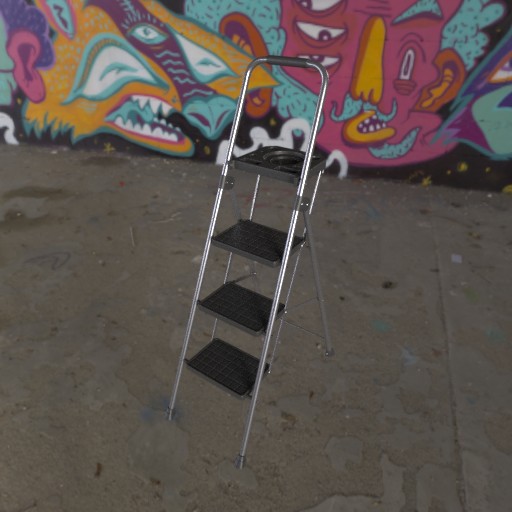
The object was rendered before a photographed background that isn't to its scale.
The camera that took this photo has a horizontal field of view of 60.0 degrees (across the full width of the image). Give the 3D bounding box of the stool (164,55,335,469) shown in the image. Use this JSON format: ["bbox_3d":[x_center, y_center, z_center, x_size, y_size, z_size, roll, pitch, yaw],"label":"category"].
[{"bbox_3d":[0.000,0.000,1.587,0.396,1.277,0.733,20,37,30],"label":"stool"}]
